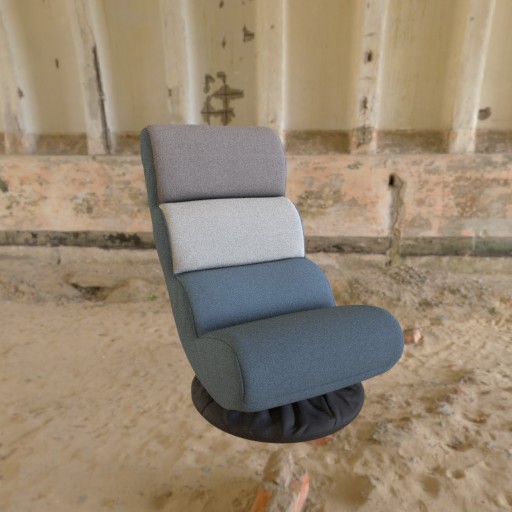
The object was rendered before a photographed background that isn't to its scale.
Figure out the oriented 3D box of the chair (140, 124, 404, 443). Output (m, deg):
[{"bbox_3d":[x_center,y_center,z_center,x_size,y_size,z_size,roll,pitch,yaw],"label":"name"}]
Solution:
[{"bbox_3d":[0.000,0.000,1.096,0.420,0.641,0.661,-7,16,-26],"label":"chair"}]
